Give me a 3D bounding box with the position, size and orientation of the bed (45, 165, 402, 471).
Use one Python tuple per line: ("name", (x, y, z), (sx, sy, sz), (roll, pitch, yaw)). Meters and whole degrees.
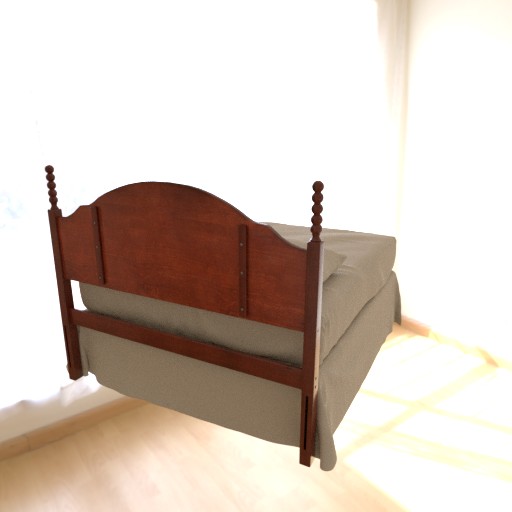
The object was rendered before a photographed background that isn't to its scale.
("bed", (0.000, 0.000, 3.153), (1.873, 1.356, 2.040), (8, 18, 27))
